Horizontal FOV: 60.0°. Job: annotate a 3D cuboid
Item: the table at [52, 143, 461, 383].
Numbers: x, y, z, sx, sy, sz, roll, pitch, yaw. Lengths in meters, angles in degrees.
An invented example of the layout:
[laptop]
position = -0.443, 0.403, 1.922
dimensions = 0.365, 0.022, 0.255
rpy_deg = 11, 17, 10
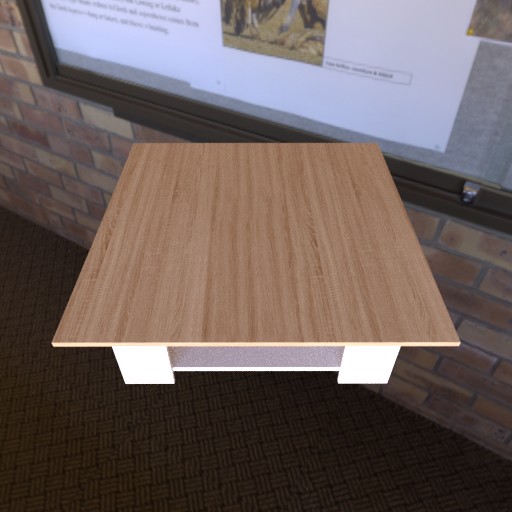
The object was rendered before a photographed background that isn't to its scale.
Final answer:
[table]
position = 0.000, 0.000, 1.394
dimensions = 0.890, 0.305, 0.890
rpy_deg = 0, 43, 0
